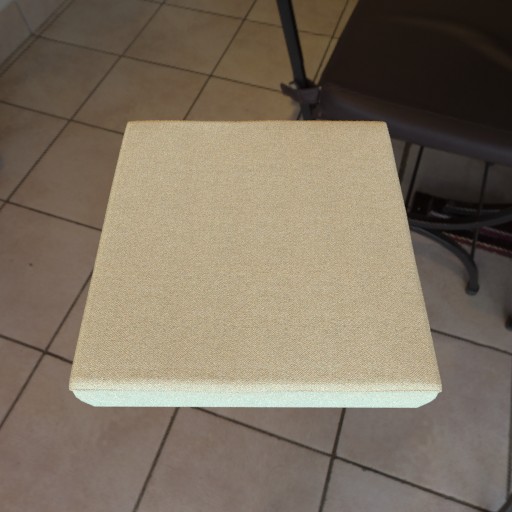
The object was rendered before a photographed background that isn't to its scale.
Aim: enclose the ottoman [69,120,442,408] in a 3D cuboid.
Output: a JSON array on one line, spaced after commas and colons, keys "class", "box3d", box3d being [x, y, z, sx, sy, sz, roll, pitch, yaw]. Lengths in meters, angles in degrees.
[{"class": "ottoman", "box3d": [0.000, 0.000, 1.520, 0.968, 0.379, 1.004, 0, 59, 0]}]
